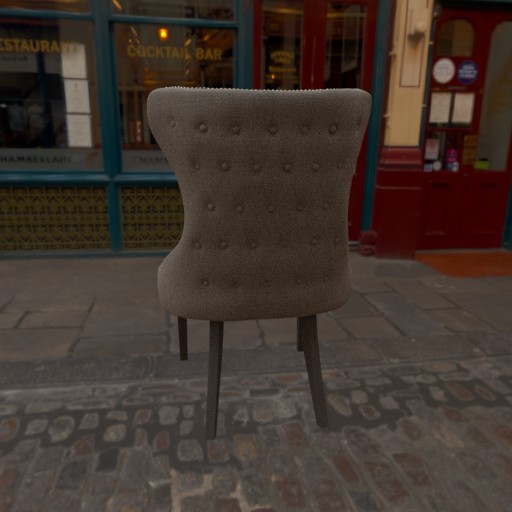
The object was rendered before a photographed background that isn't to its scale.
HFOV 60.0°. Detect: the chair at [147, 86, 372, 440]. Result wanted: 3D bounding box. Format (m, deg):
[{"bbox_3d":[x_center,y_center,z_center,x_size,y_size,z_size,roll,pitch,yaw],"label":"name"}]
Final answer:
[{"bbox_3d":[0.000,0.000,1.421,0.628,0.967,0.635,-2,14,-9],"label":"chair"}]
